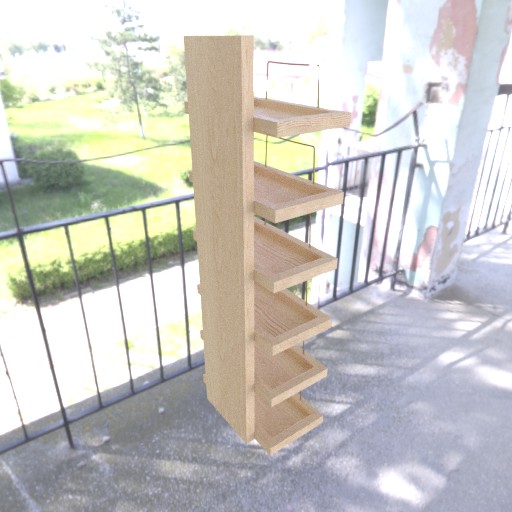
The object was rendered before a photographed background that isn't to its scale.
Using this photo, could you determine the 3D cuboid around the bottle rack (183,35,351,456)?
[{"bbox_3d":[0.000,0.000,1.059,0.206,0.943,0.330,-18,32,-32],"label":"bottle rack"}]
